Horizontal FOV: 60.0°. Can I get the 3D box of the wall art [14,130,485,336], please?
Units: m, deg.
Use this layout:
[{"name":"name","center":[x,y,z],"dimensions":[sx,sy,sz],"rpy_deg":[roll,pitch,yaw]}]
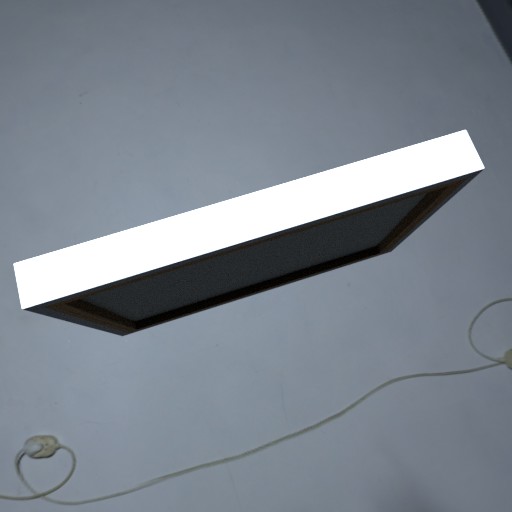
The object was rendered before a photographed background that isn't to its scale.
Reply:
[{"name":"wall art","center":[0.000,0.000,0.477],"dimensions":[0.381,0.259,0.038],"rpy_deg":[-17,76,-4]}]
